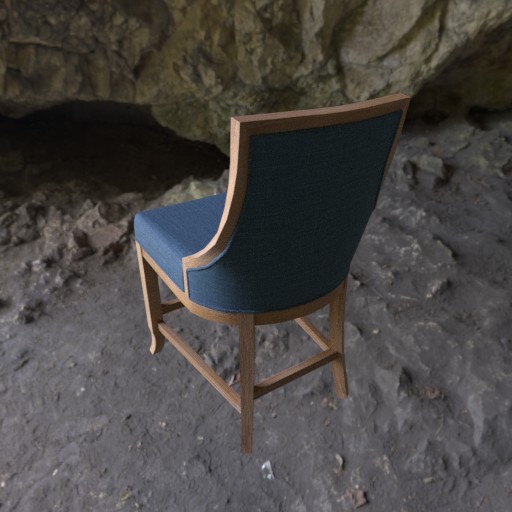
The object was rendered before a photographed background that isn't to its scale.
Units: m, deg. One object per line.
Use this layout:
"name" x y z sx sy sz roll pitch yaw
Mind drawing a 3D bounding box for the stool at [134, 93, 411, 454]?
"stool" 0.000 0.000 1.293 0.524 0.938 0.626 -18 34 -28
